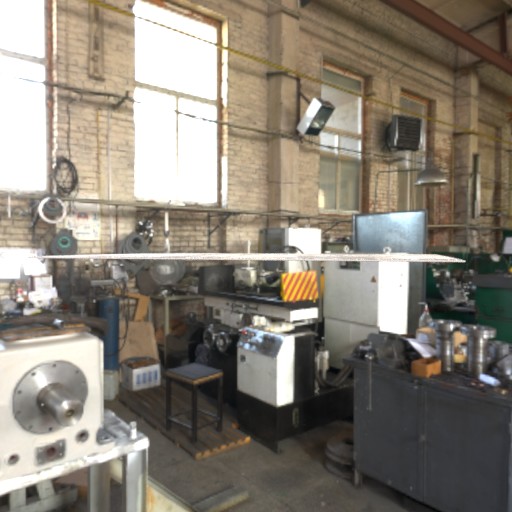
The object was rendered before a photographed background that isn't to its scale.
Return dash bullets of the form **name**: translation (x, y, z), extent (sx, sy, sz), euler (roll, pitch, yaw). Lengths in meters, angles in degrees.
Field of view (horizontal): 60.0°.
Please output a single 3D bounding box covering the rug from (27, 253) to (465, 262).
- **rug**: translation (0.000, 0.000, 3.051), extent (2.431, 0.012, 1.536), euler (0, 1, 18)
